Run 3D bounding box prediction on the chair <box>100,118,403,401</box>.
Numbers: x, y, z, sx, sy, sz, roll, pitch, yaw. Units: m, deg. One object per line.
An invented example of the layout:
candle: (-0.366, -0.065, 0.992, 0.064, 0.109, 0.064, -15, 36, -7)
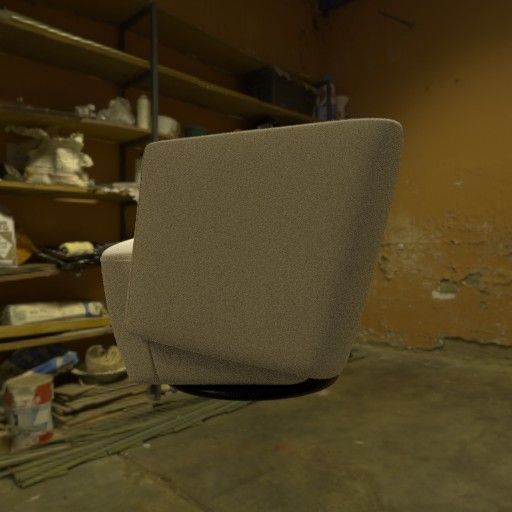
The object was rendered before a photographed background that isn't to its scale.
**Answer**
chair: (0.000, 0.000, 1.622, 0.986, 0.861, 0.822, 0, 0, 1)
